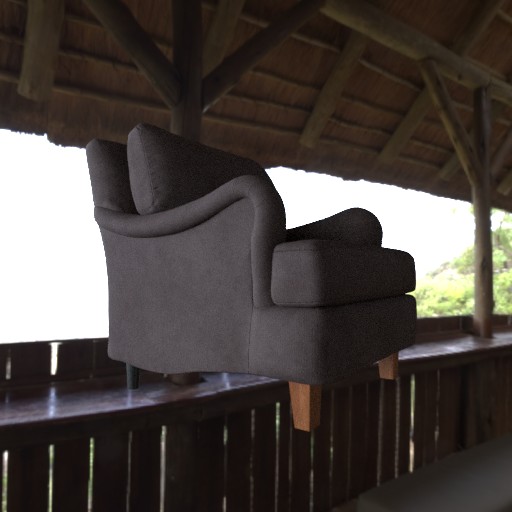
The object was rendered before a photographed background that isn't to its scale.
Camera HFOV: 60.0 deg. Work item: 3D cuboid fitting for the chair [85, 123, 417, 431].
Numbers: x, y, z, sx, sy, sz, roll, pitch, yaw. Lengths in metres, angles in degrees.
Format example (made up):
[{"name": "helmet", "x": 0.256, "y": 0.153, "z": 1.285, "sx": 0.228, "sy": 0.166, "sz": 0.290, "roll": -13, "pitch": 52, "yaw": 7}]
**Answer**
[{"name": "chair", "x": 0.000, "y": 0.000, "z": 1.794, "sx": 1.070, "sy": 0.997, "sz": 0.955, "roll": -1, "pitch": -2, "yaw": 35}]
